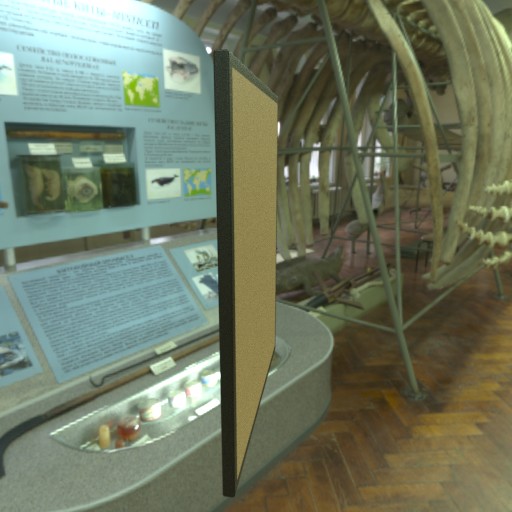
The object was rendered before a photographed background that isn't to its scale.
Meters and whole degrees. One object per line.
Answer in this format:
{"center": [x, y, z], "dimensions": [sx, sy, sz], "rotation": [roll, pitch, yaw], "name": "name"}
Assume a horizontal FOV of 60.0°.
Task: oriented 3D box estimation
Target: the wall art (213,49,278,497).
{"center": [0.000, 0.000, 0.784], "dimensions": [0.018, 0.582, 0.481], "rotation": [2, 14, 9], "name": "wall art"}
